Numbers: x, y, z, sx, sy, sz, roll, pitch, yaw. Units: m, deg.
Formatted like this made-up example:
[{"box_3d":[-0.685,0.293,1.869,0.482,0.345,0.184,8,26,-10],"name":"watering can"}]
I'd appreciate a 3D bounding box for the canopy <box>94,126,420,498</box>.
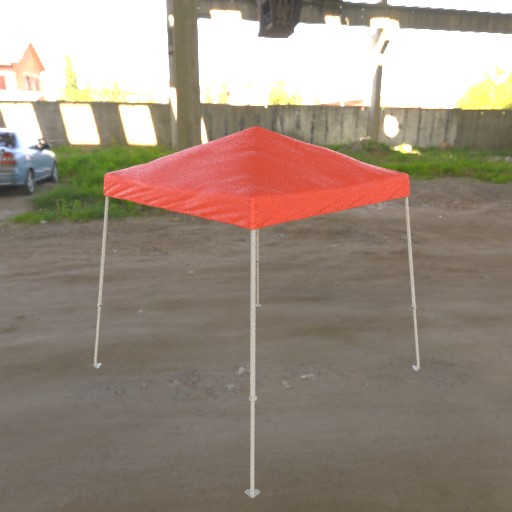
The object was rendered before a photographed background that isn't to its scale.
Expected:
[{"box_3d":[0.000,0.000,5.067,2.849,2.850,2.850,-15,22,-42],"name":"canopy"}]
